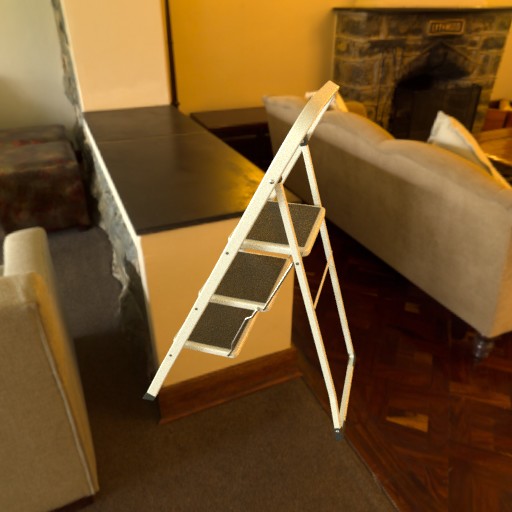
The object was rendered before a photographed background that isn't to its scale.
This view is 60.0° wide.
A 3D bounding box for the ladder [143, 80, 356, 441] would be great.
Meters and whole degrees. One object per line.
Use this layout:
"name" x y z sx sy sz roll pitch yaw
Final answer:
"ladder" 0.000 0.000 1.432 0.711 1.050 0.460 9 31 15
